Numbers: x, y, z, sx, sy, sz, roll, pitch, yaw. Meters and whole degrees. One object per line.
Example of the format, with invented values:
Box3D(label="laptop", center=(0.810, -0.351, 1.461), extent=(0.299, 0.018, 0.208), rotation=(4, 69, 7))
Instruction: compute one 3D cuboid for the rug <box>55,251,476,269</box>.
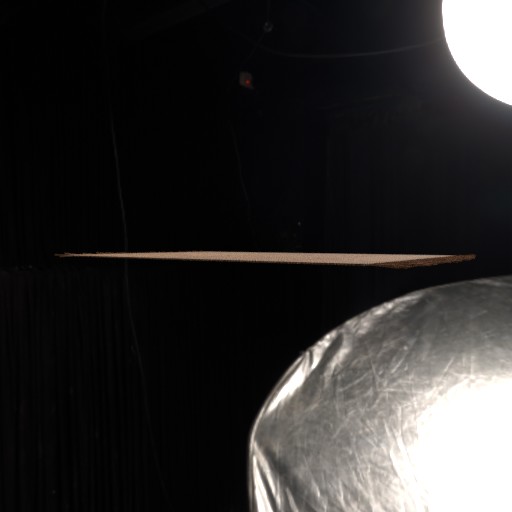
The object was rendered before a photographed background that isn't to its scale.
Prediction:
Box3D(label="rug", center=(0.000, 0.000, 2.485), extent=(2.085, 0.027, 1.224), rotation=(1, 2, 37))
